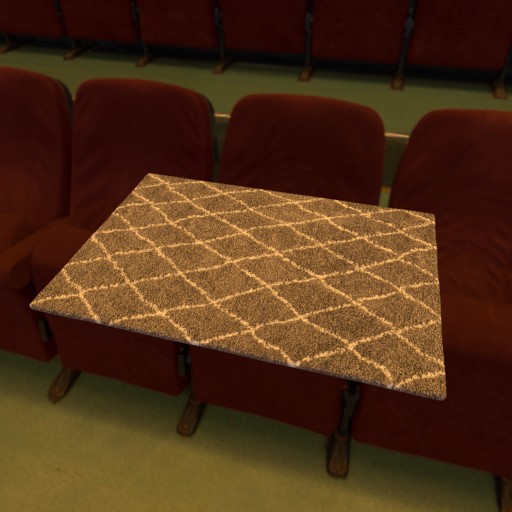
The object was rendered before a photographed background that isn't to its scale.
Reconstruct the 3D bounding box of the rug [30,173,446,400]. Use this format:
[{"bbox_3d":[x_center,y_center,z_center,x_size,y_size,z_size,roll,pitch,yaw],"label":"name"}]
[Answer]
[{"bbox_3d":[0.000,0.000,2.254,1.778,0.030,1.219,10,41,12],"label":"rug"}]
